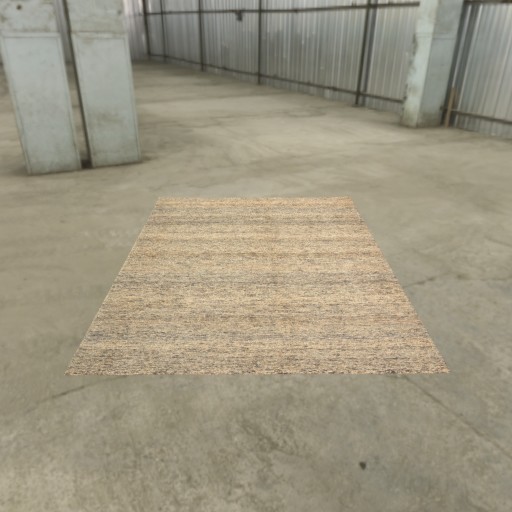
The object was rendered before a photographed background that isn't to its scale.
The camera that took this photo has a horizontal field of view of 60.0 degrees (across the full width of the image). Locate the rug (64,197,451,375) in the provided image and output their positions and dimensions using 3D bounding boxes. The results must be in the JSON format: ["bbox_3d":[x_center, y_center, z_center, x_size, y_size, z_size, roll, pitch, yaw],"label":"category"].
[{"bbox_3d":[0.000,0.000,4.184,2.414,0.036,3.199,0,27,0],"label":"rug"}]
